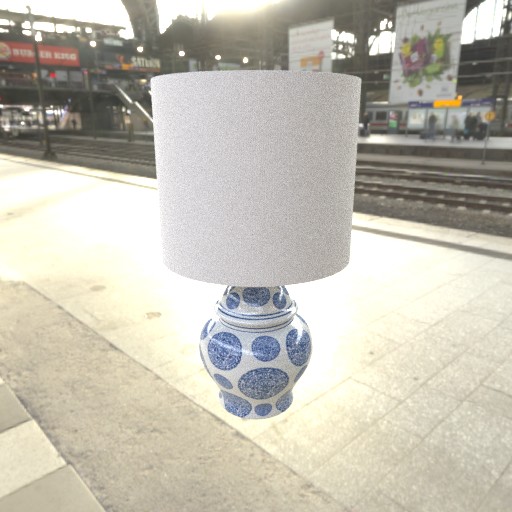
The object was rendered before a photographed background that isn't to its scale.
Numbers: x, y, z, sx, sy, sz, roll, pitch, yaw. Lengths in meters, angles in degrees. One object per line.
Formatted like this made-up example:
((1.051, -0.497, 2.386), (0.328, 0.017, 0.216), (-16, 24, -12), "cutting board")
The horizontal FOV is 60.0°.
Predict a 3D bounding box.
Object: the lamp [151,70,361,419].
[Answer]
((0.000, 0.000, 0.518), (0.215, 0.381, 0.215), (16, 23, 42), "lamp")
